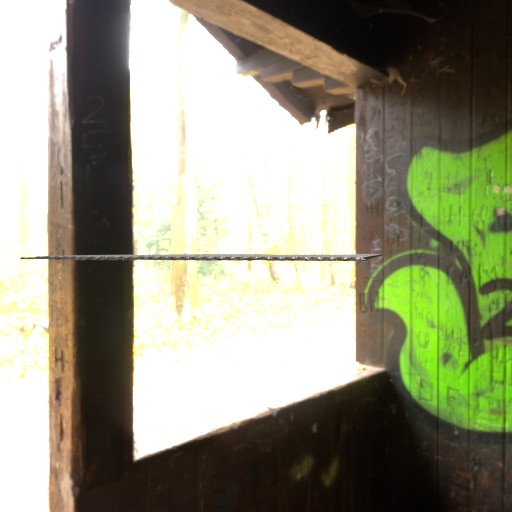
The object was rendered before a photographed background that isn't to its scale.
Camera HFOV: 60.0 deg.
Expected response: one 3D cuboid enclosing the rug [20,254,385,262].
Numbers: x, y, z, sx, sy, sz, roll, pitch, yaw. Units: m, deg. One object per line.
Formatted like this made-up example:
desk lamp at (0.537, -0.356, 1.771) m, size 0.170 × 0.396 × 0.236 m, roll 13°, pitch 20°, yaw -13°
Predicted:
rug at (0.000, 0.000, 2.307) m, size 1.243 × 0.013 × 1.872 m, roll 0°, pitch 1°, yaw 18°
